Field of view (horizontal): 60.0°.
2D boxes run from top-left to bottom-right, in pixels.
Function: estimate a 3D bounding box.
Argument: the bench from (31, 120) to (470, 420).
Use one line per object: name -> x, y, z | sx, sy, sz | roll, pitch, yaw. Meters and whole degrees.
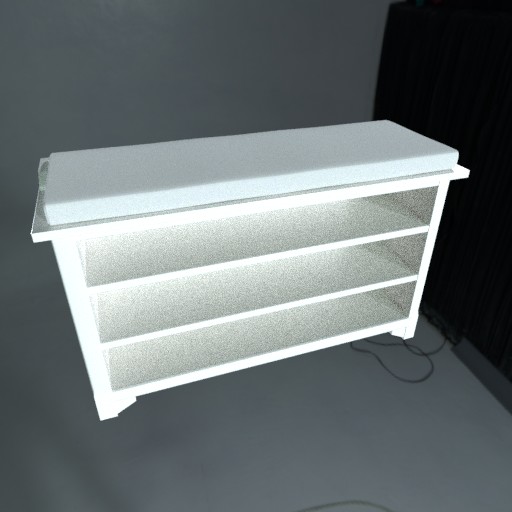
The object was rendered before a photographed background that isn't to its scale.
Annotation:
bench -> 0.000, 0.000, 1.212 | 0.987, 0.589, 0.346 | -10, 33, -16
